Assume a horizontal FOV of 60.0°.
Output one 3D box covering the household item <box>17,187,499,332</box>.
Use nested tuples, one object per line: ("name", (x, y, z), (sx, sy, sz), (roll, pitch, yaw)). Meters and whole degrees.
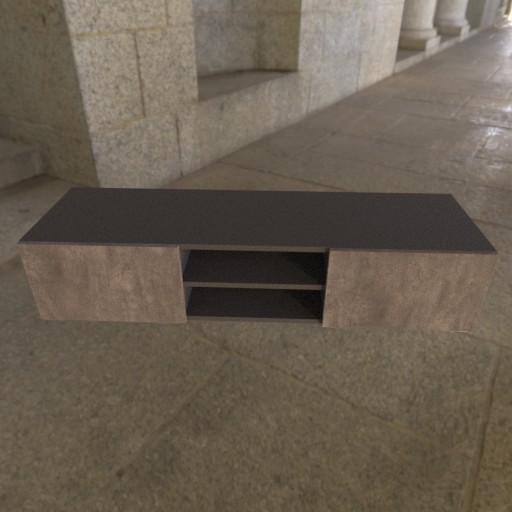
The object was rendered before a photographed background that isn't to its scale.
("household item", (0.000, 0.000, 1.541), (1.400, 0.310, 0.420), (1, 32, 2))
